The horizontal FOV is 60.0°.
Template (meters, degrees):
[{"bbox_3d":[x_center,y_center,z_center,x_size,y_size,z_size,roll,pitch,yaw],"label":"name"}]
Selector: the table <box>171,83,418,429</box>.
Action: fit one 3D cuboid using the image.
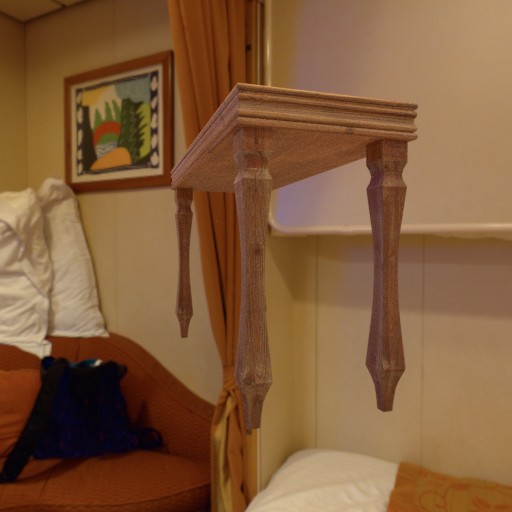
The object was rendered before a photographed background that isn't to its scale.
[{"bbox_3d":[0.000,0.000,1.794,0.522,0.873,1.330,0,1,-18],"label":"table"}]
